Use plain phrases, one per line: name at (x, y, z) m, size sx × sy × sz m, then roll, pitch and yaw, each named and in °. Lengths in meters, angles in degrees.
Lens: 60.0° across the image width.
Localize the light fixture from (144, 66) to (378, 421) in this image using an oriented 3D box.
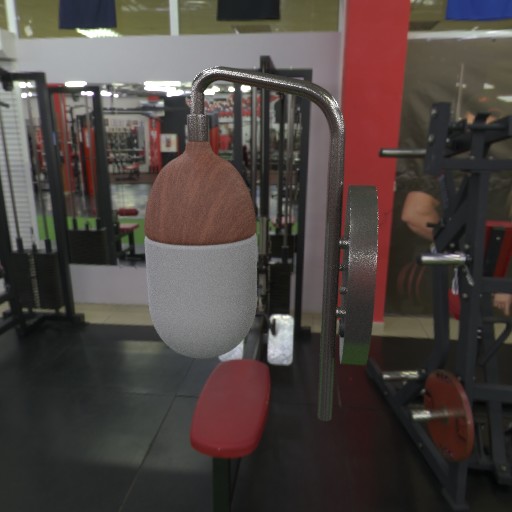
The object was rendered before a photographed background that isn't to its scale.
light fixture at (0.000, 0.000, 0.430) m, size 0.216 × 0.343 × 0.108 m, roll 2°, pitch 15°, yaw 8°
